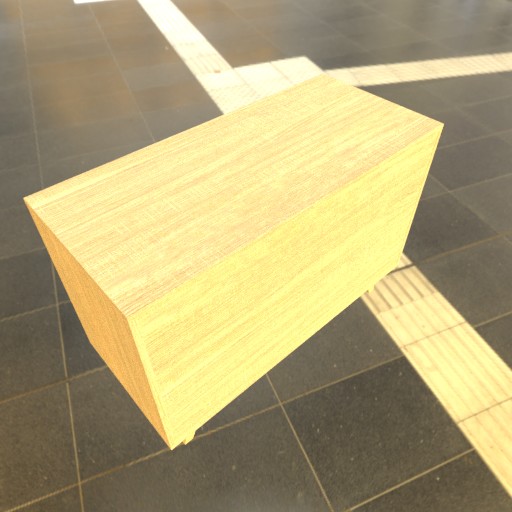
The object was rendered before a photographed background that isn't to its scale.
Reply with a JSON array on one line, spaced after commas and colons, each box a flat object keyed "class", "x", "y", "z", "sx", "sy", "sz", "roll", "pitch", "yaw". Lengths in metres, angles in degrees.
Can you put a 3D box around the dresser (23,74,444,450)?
[{"class": "dresser", "x": 0.000, "y": 0.000, "z": 1.510, "sx": 1.110, "sy": 0.780, "sz": 0.500, "roll": -33, "pitch": 53, "yaw": -28}]
